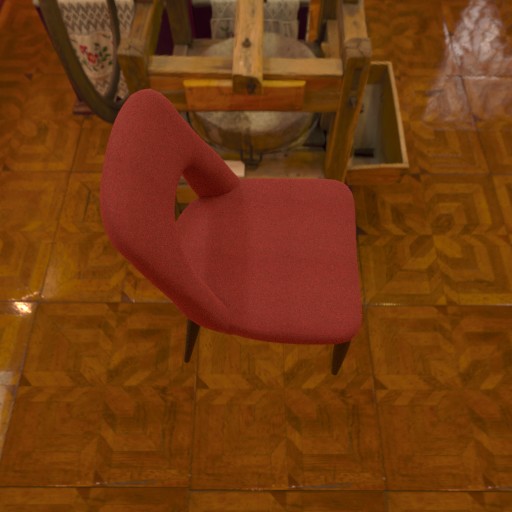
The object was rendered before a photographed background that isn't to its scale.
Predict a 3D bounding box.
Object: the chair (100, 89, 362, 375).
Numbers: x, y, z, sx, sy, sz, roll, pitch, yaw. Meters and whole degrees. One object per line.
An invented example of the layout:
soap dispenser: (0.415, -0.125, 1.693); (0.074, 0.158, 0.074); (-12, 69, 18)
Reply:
chair: (0.000, 0.000, 1.206); (0.569, 0.892, 0.483); (2, 63, 1)
